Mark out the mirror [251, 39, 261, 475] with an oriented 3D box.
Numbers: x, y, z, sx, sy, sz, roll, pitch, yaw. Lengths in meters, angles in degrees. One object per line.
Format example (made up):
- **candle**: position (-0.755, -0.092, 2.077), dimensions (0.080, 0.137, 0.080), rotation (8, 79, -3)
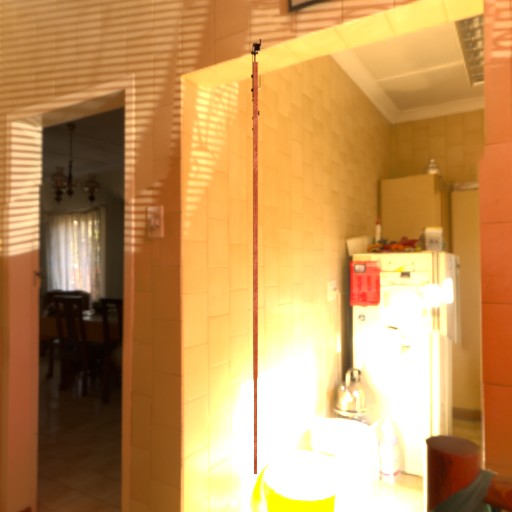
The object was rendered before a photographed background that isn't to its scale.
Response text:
- **mirror**: position (0.000, 0.000, 2.138), dimensions (0.042, 1.793, 0.847), rotation (0, -1, 0)
